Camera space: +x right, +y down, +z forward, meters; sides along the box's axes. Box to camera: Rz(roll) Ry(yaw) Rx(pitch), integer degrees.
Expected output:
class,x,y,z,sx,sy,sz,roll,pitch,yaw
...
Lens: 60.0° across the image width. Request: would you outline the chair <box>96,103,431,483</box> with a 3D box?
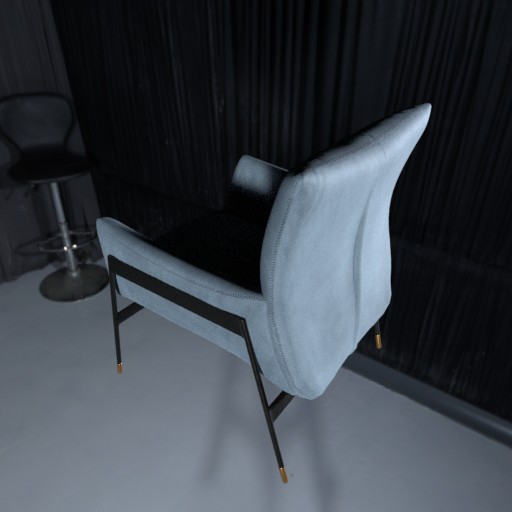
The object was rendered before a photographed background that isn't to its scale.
class,x,y,z,sx,sy,sz,roll,pitch,yaw
chair,0.000,0.000,1.329,0.709,0.858,0.678,21,37,30
